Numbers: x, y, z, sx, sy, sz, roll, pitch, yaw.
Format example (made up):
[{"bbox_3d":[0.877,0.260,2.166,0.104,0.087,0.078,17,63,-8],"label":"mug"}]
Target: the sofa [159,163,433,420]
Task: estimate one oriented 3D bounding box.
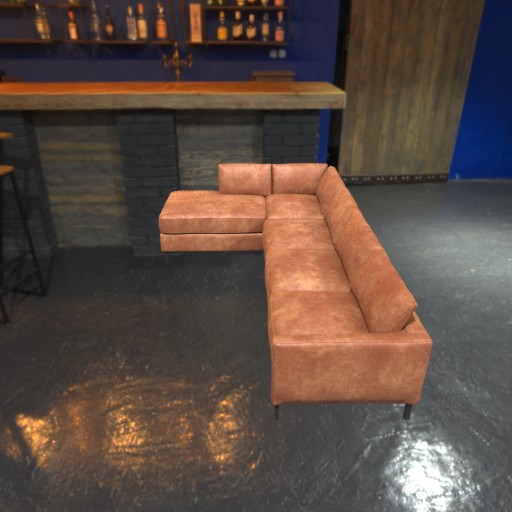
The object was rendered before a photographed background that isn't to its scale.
[{"bbox_3d":[0.000,0.000,3.861,1.938,0.877,2.984,0,27,-1],"label":"sofa"}]
